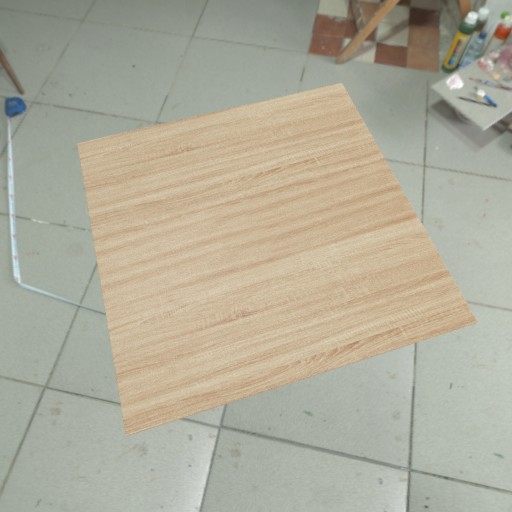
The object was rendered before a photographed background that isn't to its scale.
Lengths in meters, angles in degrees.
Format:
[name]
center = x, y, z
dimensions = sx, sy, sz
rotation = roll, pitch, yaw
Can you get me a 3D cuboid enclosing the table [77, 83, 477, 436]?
[table]
center = 0.000, 0.000, 1.075
dimensions = 0.670, 0.305, 0.670
rotation = -16, 64, -8
